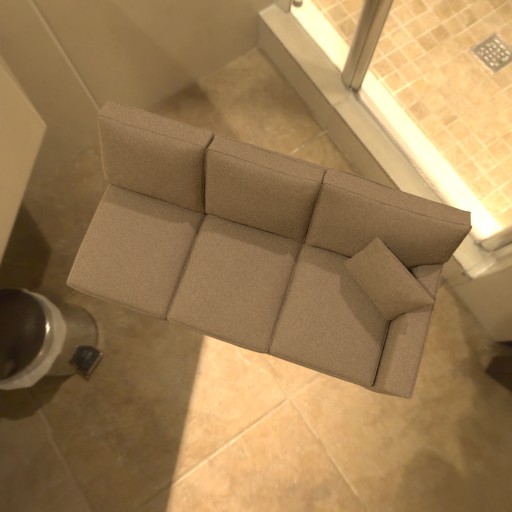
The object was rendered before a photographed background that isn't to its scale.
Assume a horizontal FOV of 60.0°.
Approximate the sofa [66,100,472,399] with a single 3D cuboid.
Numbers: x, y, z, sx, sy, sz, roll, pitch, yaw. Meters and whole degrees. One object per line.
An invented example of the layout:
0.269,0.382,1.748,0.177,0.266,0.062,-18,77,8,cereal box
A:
0.000,0.000,2.536,1.963,0.946,1.034,18,77,4,sofa
